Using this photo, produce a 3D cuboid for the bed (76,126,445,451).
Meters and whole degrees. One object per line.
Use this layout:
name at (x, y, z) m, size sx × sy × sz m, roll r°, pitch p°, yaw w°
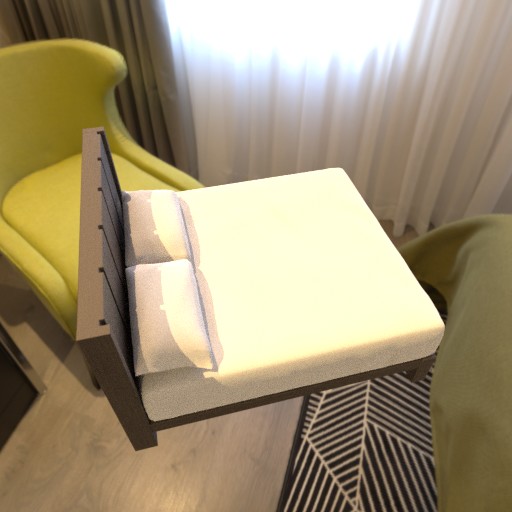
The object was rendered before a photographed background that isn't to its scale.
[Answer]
bed at (0.000, 0.000, 3.056) m, size 1.992 × 1.261 × 1.735 m, roll -10°, pitch 47°, yaw -10°
